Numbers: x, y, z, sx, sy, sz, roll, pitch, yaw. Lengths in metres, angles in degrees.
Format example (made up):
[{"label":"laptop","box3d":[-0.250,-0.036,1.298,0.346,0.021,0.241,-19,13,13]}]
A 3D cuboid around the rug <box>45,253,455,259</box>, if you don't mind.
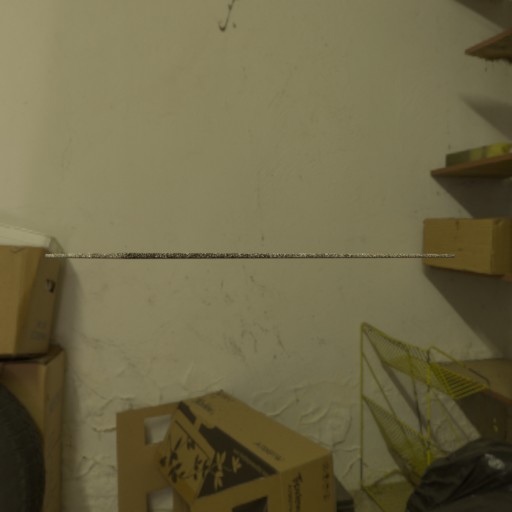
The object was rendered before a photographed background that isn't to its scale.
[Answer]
[{"label":"rug","box3d":[0.000,0.000,2.997,2.352,0.025,1.501,0,0,-36]}]
